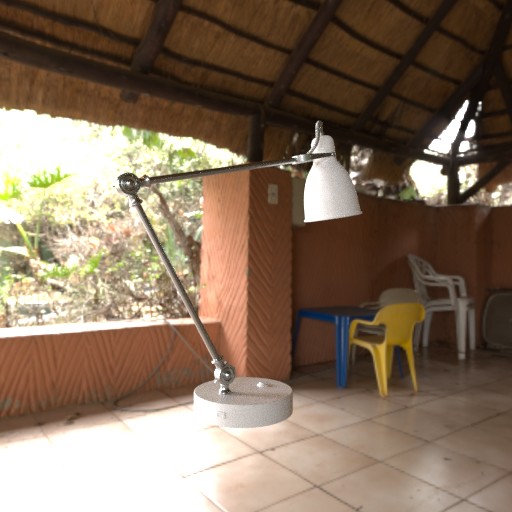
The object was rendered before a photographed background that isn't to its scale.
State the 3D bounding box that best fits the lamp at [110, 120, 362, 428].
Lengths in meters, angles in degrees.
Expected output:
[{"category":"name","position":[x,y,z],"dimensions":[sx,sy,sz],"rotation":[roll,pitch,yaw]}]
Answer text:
[{"category":"lamp","position":[0.000,0.000,0.865],"dimensions":[0.561,0.587,0.187],"rotation":[1,-2,-37]}]
